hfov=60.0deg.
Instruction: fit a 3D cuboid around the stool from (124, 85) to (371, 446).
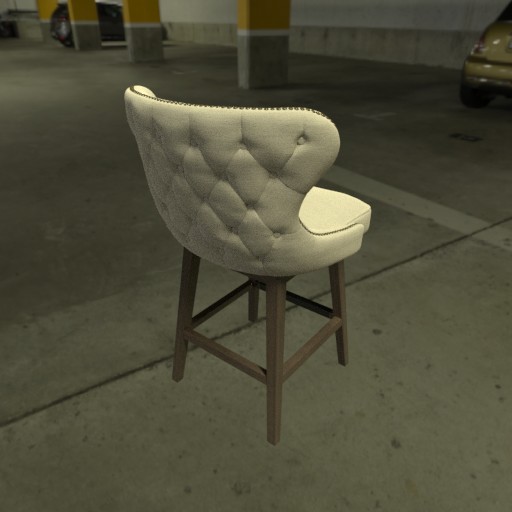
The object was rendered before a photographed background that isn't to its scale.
[{"bbox_3d":[0.000,0.000,1.340,0.615,0.972,0.597,21,35,33],"label":"stool"}]
